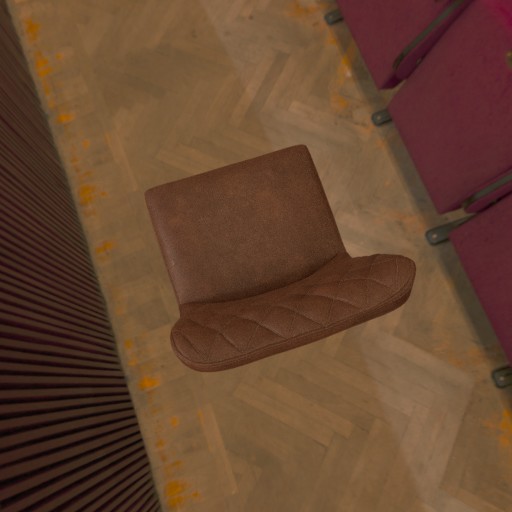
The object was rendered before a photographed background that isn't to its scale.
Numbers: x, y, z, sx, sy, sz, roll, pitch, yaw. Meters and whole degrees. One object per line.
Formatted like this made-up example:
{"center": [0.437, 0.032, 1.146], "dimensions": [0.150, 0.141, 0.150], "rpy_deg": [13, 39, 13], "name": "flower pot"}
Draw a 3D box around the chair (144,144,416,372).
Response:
{"center": [0.000, 0.000, 1.238], "dimensions": [0.508, 0.889, 0.587], "rpy_deg": [-18, 74, -5], "name": "chair"}
